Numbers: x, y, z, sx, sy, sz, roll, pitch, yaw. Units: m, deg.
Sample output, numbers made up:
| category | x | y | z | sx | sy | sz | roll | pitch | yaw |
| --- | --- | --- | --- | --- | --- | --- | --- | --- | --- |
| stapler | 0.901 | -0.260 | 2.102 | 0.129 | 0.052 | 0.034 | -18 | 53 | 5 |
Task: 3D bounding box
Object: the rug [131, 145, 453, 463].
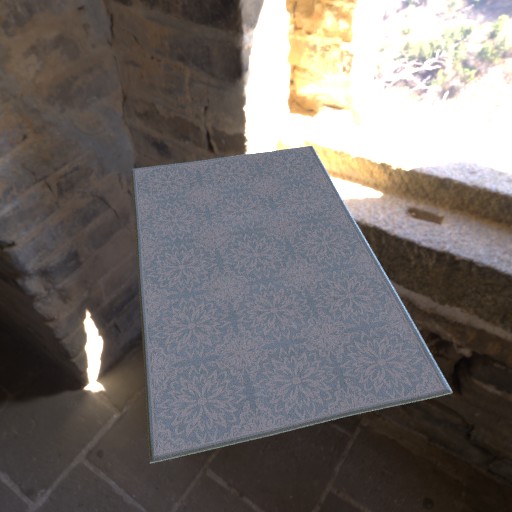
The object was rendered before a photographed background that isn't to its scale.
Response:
| category | x | y | z | sx | sy | sz | roll | pitch | yaw |
| --- | --- | --- | --- | --- | --- | --- | --- | --- | --- |
| rug | 0.000 | 0.000 | 3.456 | 1.819 | 0.018 | 2.746 | -10 | 48 | -9 |
